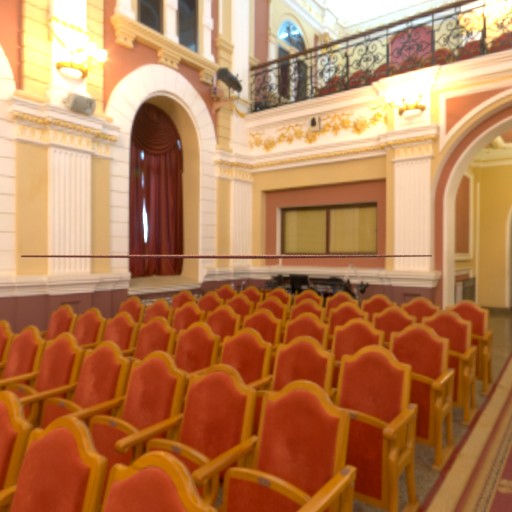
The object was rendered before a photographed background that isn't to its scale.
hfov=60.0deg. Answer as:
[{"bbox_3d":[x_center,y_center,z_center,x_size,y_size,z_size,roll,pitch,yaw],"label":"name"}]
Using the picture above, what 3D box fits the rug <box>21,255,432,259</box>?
[{"bbox_3d":[0.000,0.000,2.863,1.599,0.011,2.210,0,0,37],"label":"rug"}]
